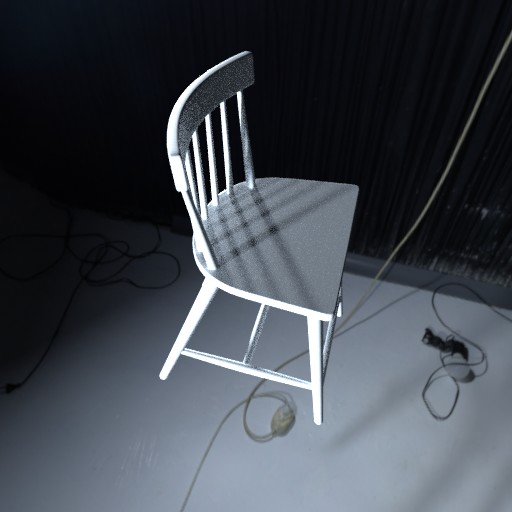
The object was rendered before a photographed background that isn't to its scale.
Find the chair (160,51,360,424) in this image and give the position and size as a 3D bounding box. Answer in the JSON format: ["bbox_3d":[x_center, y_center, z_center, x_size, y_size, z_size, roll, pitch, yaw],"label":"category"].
[{"bbox_3d":[0.000,0.000,1.274,0.572,0.952,0.483,12,48,11],"label":"chair"}]
